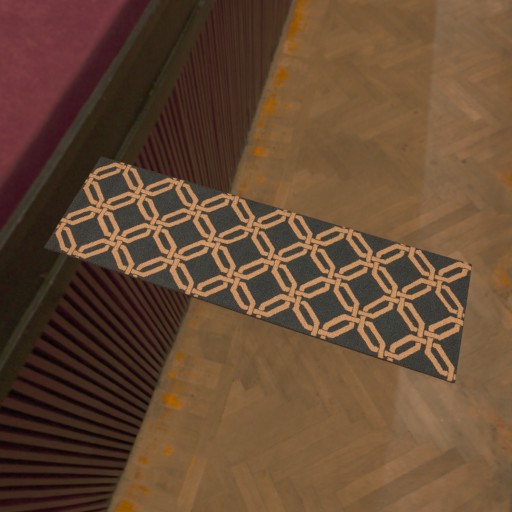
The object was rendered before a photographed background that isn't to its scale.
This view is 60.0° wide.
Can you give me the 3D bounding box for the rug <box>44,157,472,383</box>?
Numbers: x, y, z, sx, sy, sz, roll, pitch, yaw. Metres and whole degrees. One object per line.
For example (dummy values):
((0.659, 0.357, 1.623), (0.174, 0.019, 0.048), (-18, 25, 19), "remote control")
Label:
((0.000, 0.000, 2.455), (2.276, 0.014, 0.678), (17, 65, 8), "rug")
